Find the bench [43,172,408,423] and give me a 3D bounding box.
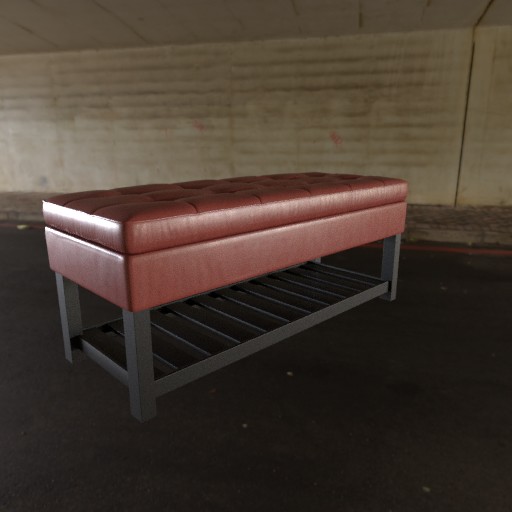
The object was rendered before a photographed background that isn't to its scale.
[{"bbox_3d":[0.000,0.000,1.387,1.105,0.460,0.432,-14,21,-42],"label":"bench"}]
